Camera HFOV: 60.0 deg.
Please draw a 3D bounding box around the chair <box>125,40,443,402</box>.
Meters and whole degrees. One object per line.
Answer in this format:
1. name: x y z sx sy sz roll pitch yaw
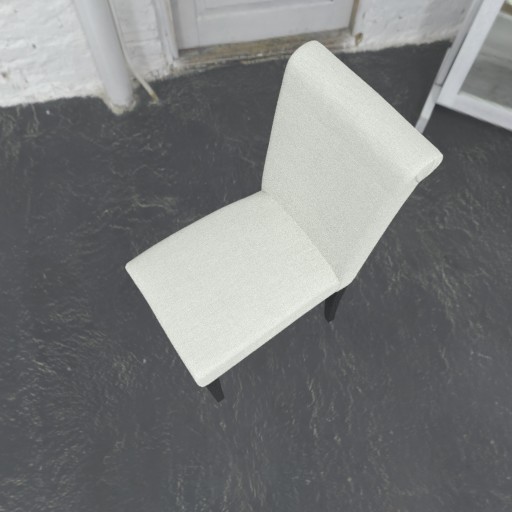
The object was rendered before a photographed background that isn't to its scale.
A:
1. chair: 0.000 0.000 1.378 0.708 0.976 0.452 -32 68 -14
